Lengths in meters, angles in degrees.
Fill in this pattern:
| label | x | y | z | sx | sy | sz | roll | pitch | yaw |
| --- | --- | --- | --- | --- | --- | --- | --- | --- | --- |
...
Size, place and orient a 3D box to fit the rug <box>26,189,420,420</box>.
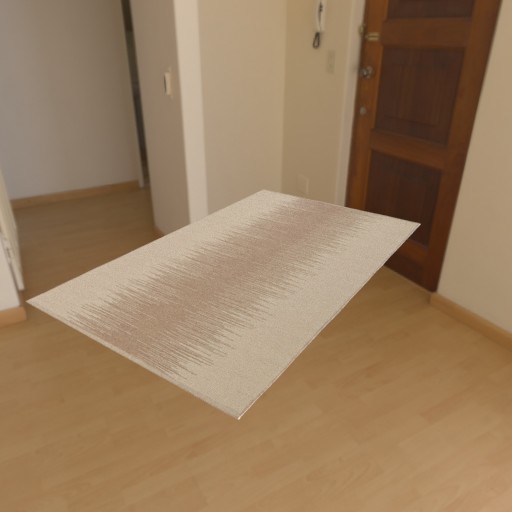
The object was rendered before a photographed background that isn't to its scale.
| label | x | y | z | sx | sy | sz | roll | pitch | yaw |
| --- | --- | --- | --- | --- | --- | --- | --- | --- | --- |
| rug | 0.000 | 0.000 | 3.042 | 1.522 | 0.012 | 2.440 | 17 | 32 | 31 |
